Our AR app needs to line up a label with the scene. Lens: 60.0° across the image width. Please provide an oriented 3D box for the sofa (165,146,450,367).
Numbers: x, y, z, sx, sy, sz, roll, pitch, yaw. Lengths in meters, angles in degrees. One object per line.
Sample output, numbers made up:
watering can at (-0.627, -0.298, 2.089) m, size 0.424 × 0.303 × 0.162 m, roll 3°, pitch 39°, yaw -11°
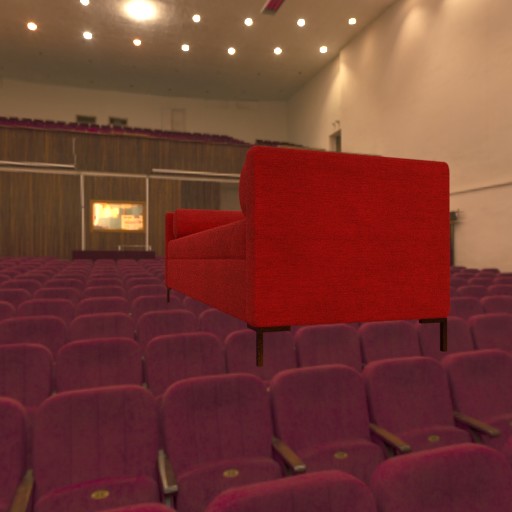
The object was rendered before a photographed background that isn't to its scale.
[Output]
sofa at (0.000, 0.000, 2.275) m, size 0.686 × 0.635 × 1.981 m, roll 0°, pitch 0°, yaw -19°
